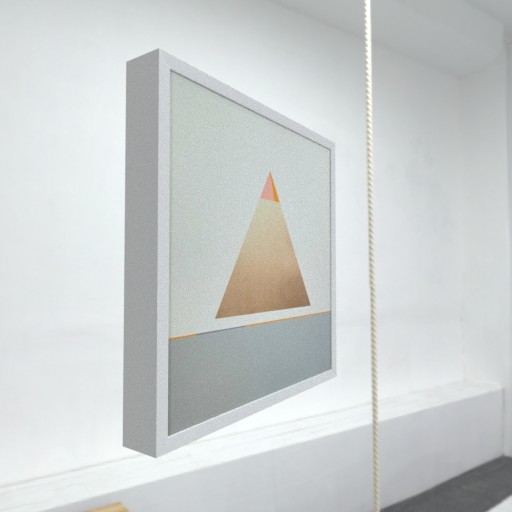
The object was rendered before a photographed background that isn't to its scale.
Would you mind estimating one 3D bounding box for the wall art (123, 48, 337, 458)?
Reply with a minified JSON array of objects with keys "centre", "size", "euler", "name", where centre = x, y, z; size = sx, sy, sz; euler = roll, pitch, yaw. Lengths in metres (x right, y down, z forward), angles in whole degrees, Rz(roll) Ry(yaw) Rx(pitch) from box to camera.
[{"centre":[0.000,0.000,0.464],"size":[0.038,0.304,0.305],"euler":[-1,-2,35],"name":"wall art"}]
